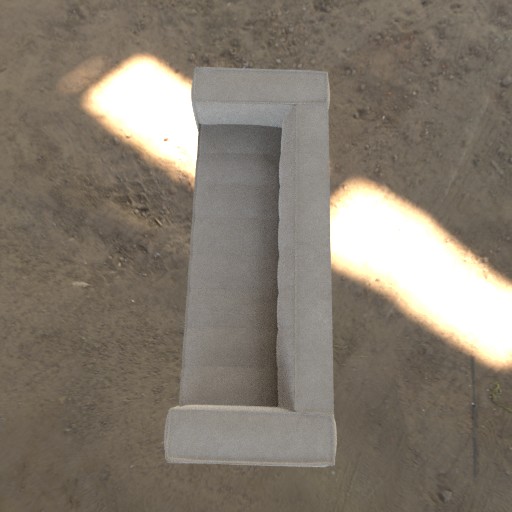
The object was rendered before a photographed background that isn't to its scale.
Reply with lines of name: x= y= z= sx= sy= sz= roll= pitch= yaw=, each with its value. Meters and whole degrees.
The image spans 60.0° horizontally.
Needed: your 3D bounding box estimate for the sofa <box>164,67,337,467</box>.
sofa: x=0.000 y=0.000 z=3.190 sx=1.038 sy=0.680 sz=2.697 roll=2 pitch=74 yaw=0
